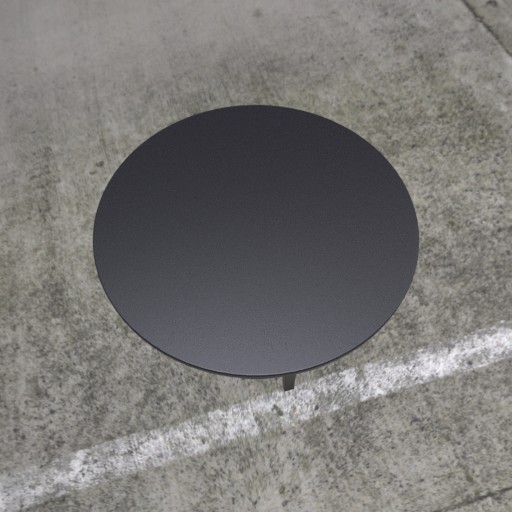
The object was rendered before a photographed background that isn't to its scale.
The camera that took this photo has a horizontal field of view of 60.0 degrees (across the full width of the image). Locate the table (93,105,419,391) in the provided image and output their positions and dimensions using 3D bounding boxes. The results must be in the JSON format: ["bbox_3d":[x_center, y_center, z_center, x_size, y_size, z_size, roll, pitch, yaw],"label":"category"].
[{"bbox_3d":[0.000,0.000,1.457,0.914,0.457,0.914,0,60,0],"label":"table"}]
